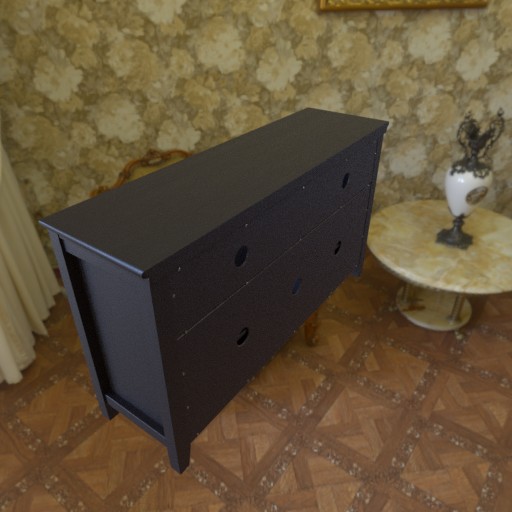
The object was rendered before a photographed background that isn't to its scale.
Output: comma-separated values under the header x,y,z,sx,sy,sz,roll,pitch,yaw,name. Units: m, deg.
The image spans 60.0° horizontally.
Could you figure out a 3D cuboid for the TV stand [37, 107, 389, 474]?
x,y,z,sx,sy,sz,roll,pitch,yaw,name
0.000,0.000,1.487,0.347,0.681,1.198,21,38,29,TV stand
